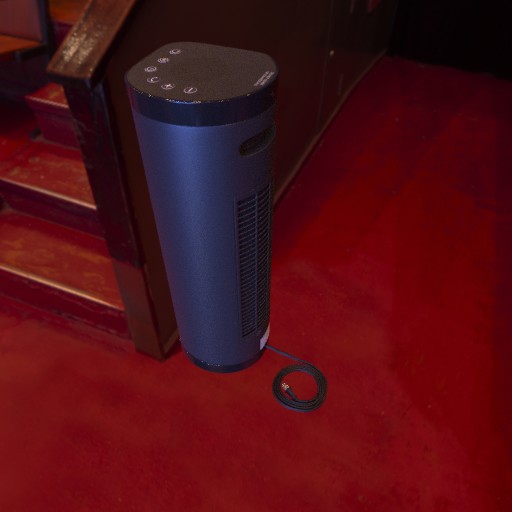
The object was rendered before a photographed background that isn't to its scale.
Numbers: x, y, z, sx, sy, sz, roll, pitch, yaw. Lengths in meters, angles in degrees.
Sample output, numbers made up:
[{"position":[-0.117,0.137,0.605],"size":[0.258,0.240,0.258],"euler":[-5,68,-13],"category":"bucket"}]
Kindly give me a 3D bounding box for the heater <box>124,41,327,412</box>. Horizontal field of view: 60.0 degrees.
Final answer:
[{"position":[0.000,0.000,0.691],"size":[0.312,0.552,0.174],"euler":[16,47,16],"category":"heater"}]
